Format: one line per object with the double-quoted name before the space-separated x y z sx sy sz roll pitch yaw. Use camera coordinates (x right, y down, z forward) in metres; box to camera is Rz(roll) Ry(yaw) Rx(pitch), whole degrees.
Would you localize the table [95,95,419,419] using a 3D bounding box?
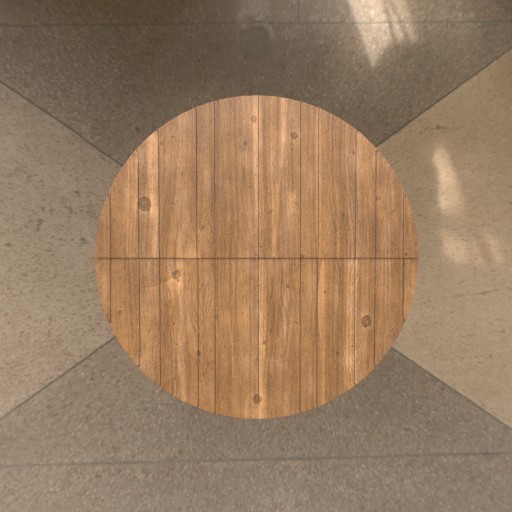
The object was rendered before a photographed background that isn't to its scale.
"table" 0.000 0.000 2.042 1.213 0.764 1.213 0 92 -1
